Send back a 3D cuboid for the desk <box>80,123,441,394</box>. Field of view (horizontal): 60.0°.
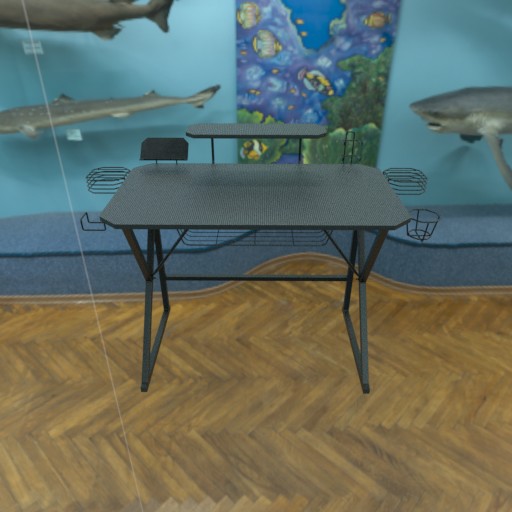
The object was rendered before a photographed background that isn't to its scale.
[{"bbox_3d":[0.000,0.000,1.723,1.290,0.880,0.580,0,31,0],"label":"desk"}]
